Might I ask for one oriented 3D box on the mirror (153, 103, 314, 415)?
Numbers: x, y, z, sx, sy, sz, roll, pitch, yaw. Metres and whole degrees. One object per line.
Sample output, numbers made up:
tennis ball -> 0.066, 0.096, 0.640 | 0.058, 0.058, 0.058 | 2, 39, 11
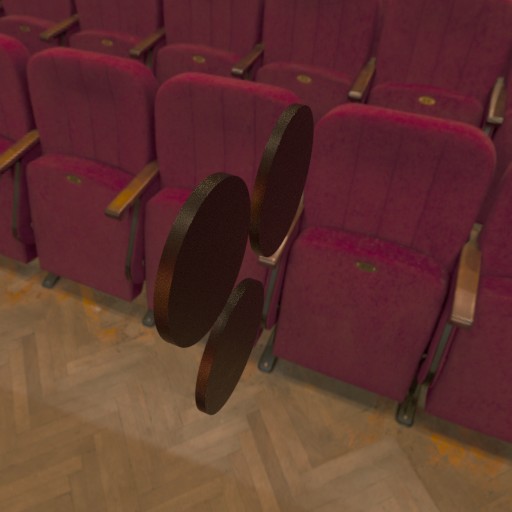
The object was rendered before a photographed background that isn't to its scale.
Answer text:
mirror -> 0.000, 0.000, 3.123 | 0.076, 2.096, 2.160 | 18, 50, 15
